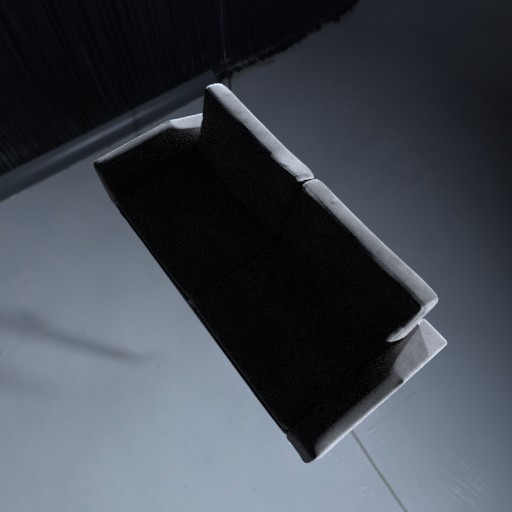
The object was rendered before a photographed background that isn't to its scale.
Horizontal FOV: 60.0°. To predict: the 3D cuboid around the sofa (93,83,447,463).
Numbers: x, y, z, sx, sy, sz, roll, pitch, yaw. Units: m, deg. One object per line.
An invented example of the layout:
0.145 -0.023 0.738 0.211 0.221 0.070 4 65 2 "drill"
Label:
0.000 0.000 2.300 0.849 0.859 1.837 -34 68 -16 "sofa"
